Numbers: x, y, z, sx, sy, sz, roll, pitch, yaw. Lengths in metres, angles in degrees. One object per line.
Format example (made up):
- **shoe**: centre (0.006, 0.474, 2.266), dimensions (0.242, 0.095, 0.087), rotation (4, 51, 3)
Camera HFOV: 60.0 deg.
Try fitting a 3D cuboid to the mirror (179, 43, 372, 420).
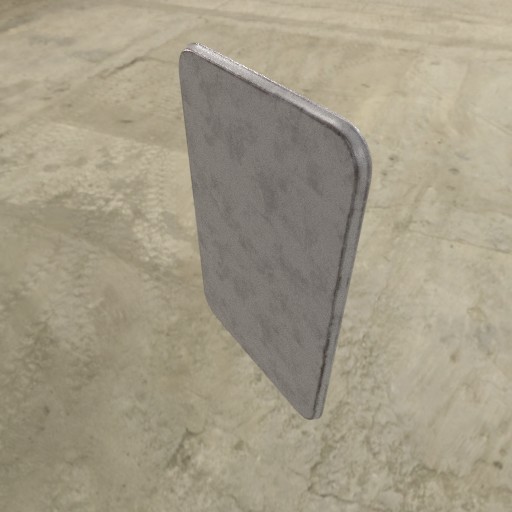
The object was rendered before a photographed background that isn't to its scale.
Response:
- **mirror**: centre (0.000, 0.000, 0.883), dimensions (0.024, 0.713, 0.461), rotation (-27, 49, -26)
